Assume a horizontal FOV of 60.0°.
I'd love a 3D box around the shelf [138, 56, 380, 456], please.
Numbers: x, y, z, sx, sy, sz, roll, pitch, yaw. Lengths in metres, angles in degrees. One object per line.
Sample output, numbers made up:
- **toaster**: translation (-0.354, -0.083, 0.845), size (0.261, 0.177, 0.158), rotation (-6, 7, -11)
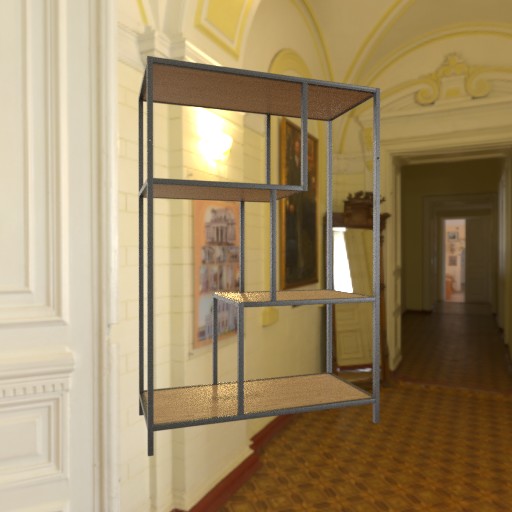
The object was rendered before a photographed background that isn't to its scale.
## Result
- **shelf**: translation (0.000, 0.000, 1.549), size (0.770, 1.138, 0.350), rotation (0, 0, -19)
